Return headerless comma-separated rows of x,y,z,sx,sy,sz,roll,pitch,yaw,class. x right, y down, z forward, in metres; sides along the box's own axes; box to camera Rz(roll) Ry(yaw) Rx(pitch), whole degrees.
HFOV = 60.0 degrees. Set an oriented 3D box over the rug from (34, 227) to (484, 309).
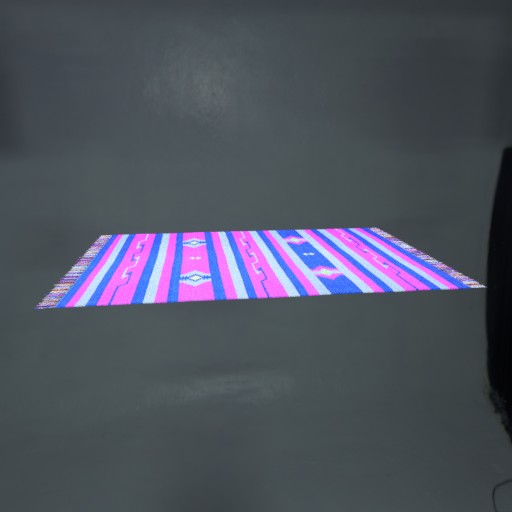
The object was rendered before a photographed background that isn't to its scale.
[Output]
0.000,0.000,2.983,2.350,0.013,1.539,-2,16,-7,rug
